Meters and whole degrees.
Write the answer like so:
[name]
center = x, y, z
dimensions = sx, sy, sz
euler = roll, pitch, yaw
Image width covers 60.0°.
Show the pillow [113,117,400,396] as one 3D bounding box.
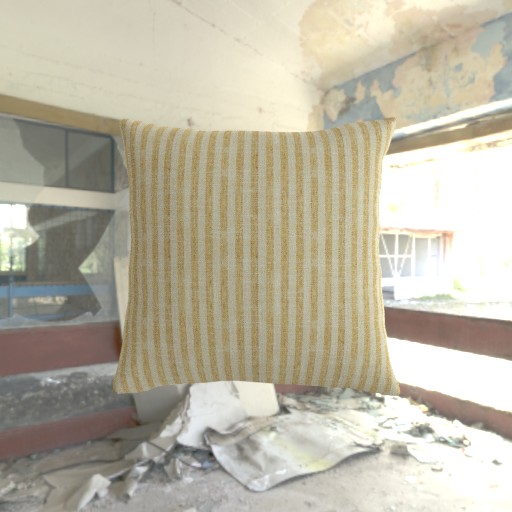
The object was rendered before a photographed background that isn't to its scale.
[pillow]
center = 0.000, 0.000, 0.652
dimensions = 0.419, 0.407, 0.173
euler = 0, -1, 1
